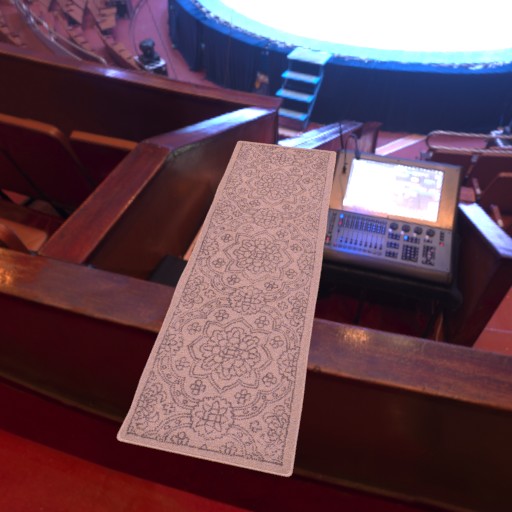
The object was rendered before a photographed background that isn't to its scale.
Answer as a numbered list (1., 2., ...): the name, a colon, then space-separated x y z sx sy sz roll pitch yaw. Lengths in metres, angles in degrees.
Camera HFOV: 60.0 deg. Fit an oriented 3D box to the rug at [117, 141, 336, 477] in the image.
1. rug: 0.000 0.000 2.725 0.806 0.006 2.431 8 48 8
